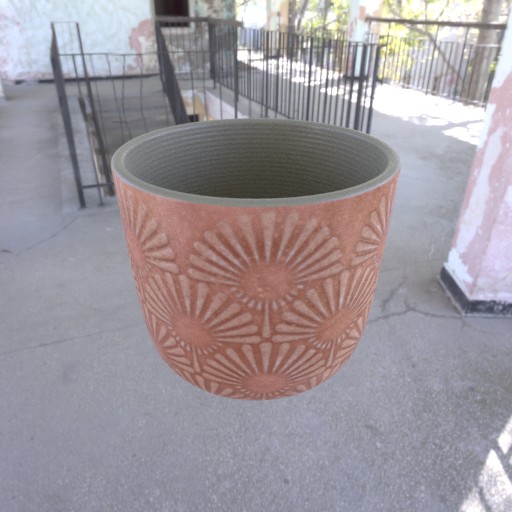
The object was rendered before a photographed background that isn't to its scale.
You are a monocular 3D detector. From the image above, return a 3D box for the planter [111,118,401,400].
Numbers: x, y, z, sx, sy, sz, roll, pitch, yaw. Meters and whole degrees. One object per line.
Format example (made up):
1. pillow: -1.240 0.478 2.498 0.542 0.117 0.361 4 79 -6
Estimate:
1. planter: 0.000 0.000 0.222 0.124 0.109 0.124 0 30 0
